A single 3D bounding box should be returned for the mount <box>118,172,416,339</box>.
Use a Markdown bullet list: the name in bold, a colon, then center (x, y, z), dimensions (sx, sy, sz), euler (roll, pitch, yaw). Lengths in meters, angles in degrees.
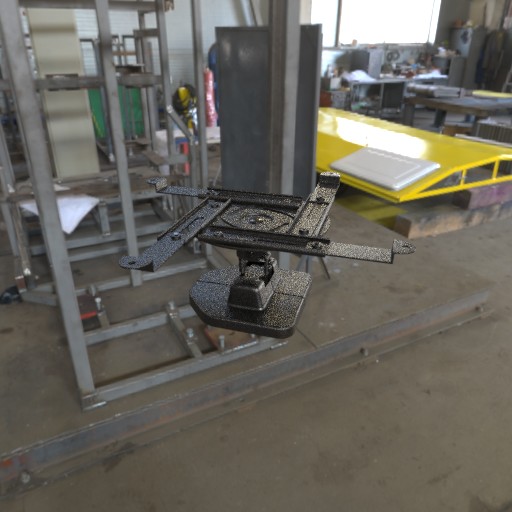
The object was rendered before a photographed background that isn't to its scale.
- **mount**: center (0.000, 0.000, 0.606), dimensions (0.394, 0.141, 0.394), euler (8, 27, 15)
